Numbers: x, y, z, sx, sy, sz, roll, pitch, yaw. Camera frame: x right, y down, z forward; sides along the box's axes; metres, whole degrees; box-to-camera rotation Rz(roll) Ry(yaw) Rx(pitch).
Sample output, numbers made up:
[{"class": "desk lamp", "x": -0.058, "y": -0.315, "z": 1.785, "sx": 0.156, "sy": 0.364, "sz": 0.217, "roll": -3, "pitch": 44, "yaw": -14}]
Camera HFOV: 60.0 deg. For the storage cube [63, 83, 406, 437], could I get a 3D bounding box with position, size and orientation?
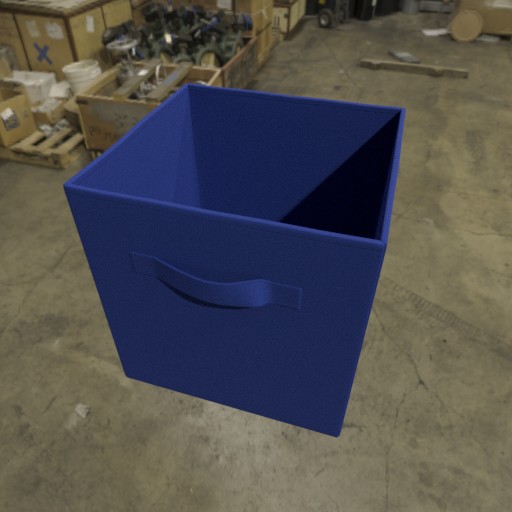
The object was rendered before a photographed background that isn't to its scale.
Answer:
[{"class": "storage cube", "x": 0.000, "y": 0.000, "z": 0.513, "sx": 0.270, "sy": 0.280, "sz": 0.270, "roll": 11, "pitch": 42, "yaw": 13}]
